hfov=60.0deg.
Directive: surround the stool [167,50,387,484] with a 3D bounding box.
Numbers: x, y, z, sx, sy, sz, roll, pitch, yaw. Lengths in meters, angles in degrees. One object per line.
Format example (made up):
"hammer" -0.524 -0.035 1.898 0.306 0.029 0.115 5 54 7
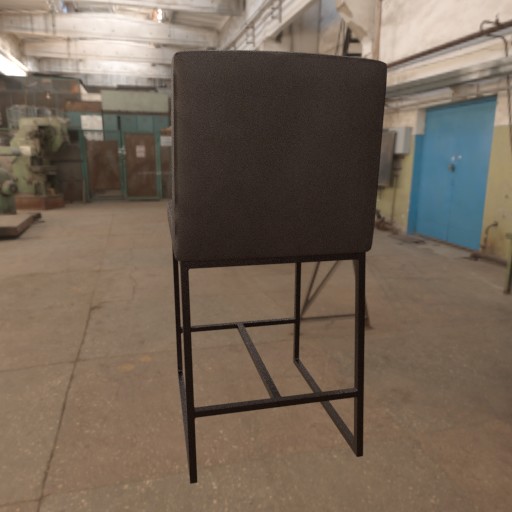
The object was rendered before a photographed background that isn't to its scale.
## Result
"stool" 0.000 0.000 1.227 0.463 0.946 0.562 -3 13 -12
